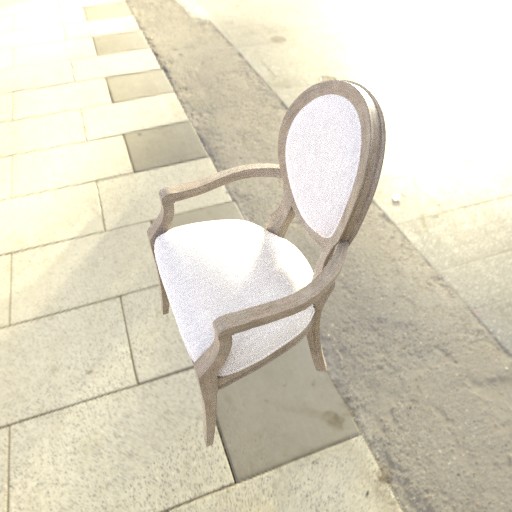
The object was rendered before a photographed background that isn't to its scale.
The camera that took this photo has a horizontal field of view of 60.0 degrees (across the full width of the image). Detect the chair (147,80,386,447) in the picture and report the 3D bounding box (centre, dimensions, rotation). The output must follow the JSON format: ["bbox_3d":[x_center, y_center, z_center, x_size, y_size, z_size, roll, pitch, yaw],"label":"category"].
[{"bbox_3d":[0.000,0.000,1.377,0.602,0.991,0.611,-16,48,-15],"label":"chair"}]
